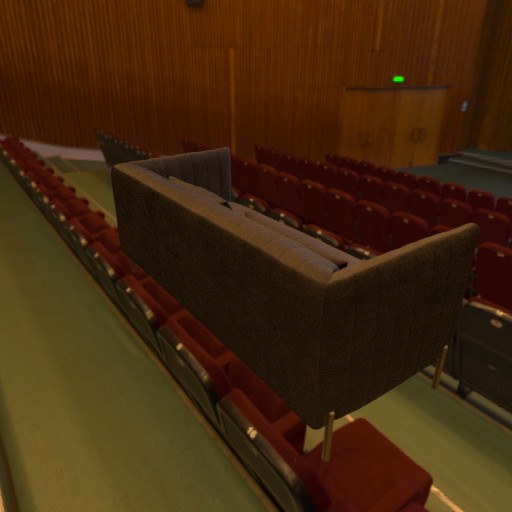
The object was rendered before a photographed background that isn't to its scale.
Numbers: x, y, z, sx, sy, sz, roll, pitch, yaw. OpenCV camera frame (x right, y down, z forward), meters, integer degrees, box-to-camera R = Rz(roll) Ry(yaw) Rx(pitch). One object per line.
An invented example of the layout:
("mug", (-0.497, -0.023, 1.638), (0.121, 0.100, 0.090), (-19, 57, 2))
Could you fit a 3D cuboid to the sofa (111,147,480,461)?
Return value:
("sofa", (0.000, 0.000, 2.406), (0.876, 0.780, 1.980), (-17, 30, -32))
